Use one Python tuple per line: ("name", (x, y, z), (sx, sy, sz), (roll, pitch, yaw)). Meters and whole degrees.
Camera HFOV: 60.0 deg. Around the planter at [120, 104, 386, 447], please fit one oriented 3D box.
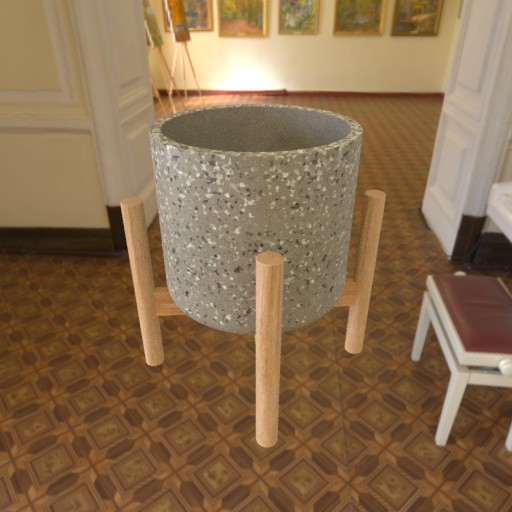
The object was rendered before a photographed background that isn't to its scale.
("planter", (0.000, 0.000, 0.549), (0.284, 0.320, 0.284), (9, 31, 15))
